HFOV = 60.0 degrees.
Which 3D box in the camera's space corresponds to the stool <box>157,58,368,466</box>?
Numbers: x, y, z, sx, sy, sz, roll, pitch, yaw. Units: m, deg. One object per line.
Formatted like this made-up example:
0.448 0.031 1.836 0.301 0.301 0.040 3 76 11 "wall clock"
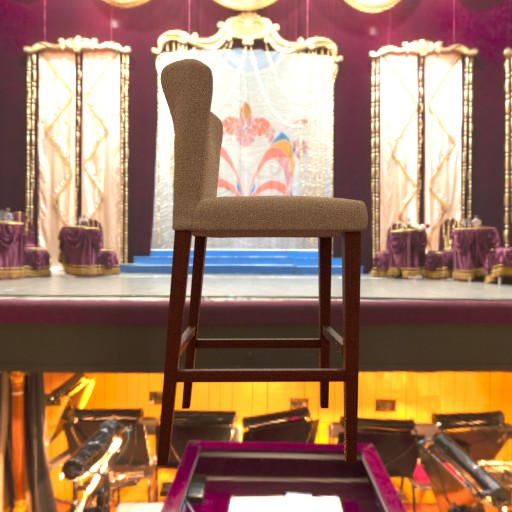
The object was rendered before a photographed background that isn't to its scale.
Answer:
0.000 0.000 1.352 0.568 1.069 0.481 0 0 -1 "stool"
